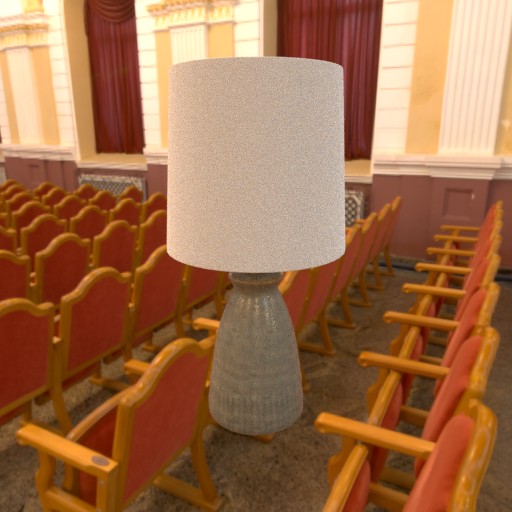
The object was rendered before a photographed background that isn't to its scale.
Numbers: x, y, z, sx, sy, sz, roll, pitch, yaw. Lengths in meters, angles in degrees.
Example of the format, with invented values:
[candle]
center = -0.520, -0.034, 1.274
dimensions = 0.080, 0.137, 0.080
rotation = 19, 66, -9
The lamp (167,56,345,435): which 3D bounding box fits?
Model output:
[lamp]
center = 0.000, 0.000, 0.474
dimensions = 0.186, 0.369, 0.186
rotation = 0, 16, 0
